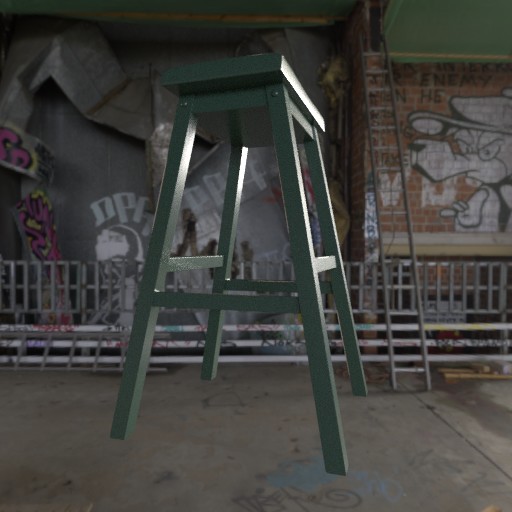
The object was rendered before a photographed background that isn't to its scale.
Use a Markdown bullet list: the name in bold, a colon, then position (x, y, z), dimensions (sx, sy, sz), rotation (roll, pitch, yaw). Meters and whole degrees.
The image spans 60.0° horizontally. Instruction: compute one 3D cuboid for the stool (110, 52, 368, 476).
- **stool**: position (0.000, 0.000, 1.037), dimensions (0.476, 0.737, 0.457), rotation (0, 1, 19)
